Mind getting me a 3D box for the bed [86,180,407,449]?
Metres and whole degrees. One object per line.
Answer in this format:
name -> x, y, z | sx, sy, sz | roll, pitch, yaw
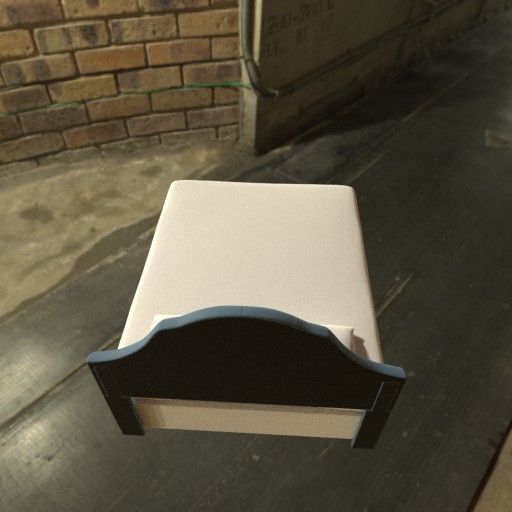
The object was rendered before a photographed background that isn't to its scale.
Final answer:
bed -> 0.000, 0.000, 3.735 | 2.039, 1.617, 2.477 | 2, 45, 2
